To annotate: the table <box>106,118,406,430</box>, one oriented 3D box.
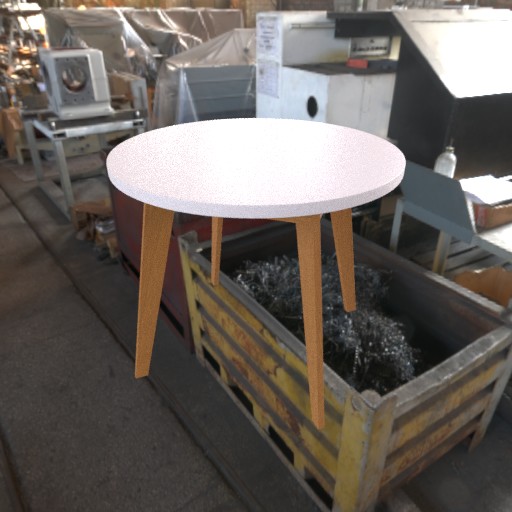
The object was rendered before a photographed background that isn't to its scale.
[{"bbox_3d":[0.000,0.000,1.569,0.896,0.762,0.896,0,29,0],"label":"table"}]
